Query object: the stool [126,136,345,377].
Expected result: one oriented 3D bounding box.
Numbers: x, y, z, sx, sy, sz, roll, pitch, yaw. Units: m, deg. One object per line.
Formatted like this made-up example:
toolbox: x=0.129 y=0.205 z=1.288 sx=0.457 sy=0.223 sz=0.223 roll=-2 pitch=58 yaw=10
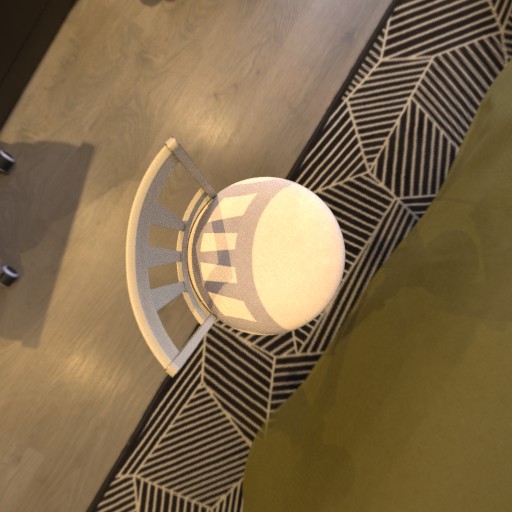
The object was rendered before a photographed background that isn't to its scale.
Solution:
stool: x=0.000 y=0.000 z=1.306 sx=0.475 sy=1.042 sz=0.436 roll=0 pitch=90 yaw=0
